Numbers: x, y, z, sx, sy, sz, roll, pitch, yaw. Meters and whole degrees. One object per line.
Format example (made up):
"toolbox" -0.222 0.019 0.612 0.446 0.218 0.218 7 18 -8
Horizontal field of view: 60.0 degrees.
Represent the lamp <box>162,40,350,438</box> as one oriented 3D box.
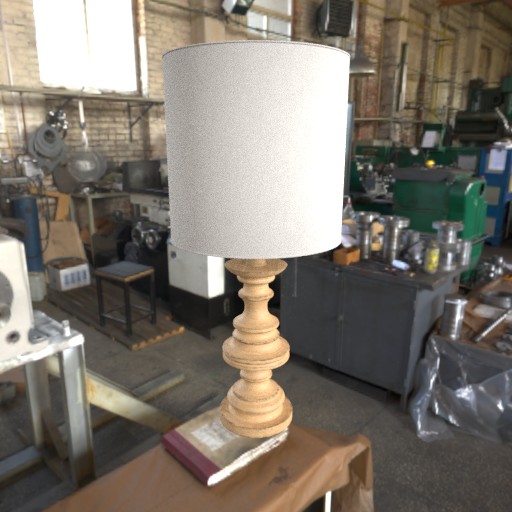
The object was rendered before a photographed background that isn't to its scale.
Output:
"lamp" 0.000 0.000 0.557 0.208 0.455 0.208 2 15 9
